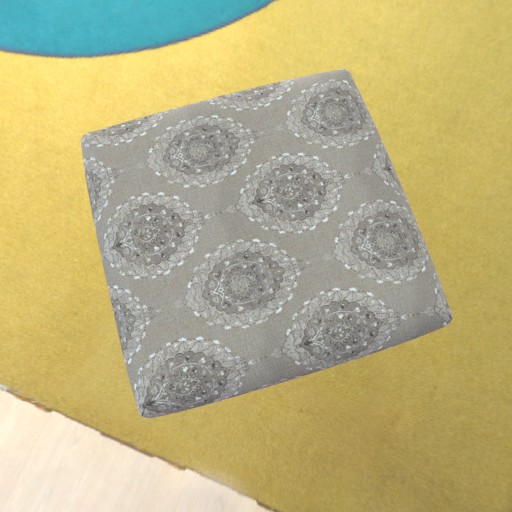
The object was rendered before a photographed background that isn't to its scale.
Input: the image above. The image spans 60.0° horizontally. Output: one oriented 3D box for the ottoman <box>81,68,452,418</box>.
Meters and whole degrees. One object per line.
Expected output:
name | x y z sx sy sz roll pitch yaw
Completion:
ottoman | 0.000 0.000 0.900 0.507 0.473 0.497 -16 75 -4
